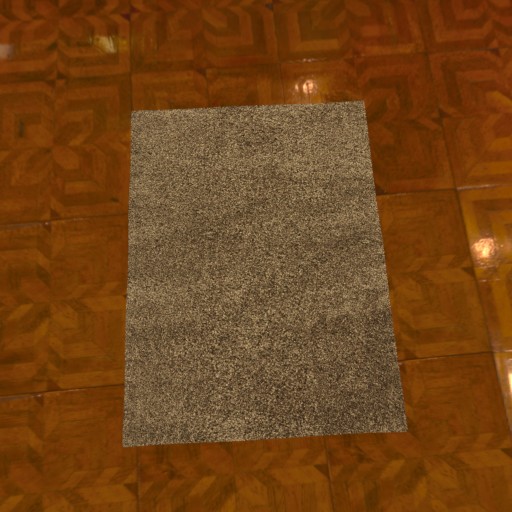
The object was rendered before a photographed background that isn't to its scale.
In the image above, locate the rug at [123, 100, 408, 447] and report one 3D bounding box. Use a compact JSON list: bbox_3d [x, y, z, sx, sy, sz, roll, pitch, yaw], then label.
[{"bbox_3d":[0.000,0.000,2.077,1.198,0.025,1.601,-3,75,-1],"label":"rug"}]
